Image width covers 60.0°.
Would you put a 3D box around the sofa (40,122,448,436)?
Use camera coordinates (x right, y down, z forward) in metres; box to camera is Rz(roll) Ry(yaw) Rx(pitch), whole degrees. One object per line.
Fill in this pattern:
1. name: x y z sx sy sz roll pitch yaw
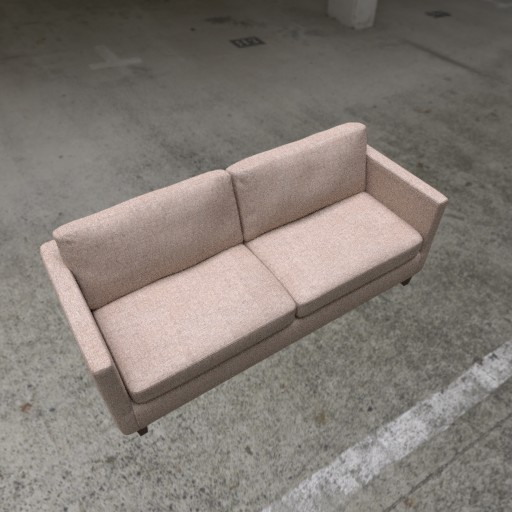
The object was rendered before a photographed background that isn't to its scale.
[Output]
1. sofa: 0.000 0.000 2.703 2.208 0.965 0.951 -24 50 -22
